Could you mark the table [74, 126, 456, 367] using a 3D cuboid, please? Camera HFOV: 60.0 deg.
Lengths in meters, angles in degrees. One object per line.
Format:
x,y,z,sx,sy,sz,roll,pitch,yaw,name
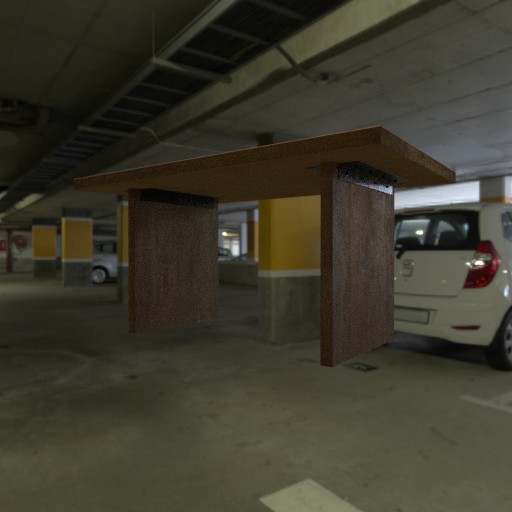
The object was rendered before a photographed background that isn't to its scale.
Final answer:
0.000,0.000,2.160,1.609,0.780,0.946,0,1,37,table
